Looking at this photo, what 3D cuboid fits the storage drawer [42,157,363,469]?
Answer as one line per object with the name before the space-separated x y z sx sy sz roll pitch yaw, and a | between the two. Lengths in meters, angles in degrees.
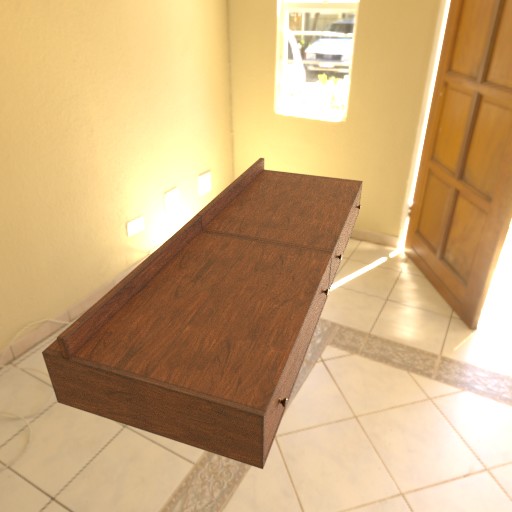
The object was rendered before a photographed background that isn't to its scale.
storage drawer | 0.000 0.000 2.133 0.774 0.339 1.914 10 32 17
